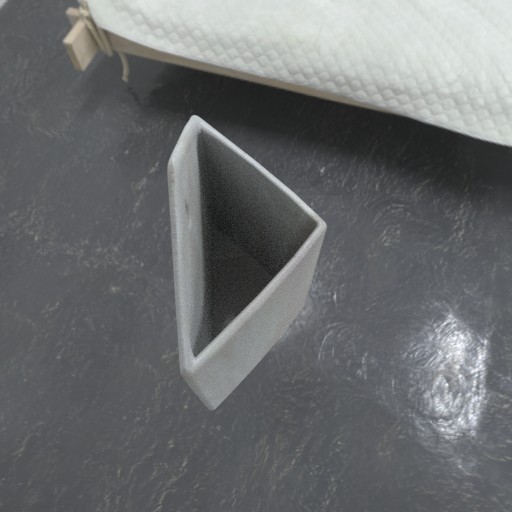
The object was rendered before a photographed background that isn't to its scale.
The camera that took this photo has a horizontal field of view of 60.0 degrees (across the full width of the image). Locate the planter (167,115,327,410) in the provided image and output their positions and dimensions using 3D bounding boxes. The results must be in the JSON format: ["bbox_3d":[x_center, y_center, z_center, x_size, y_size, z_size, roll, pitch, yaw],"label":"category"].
[{"bbox_3d":[0.000,0.000,0.280,0.080,0.194,0.163,-2,65,-1],"label":"planter"}]
